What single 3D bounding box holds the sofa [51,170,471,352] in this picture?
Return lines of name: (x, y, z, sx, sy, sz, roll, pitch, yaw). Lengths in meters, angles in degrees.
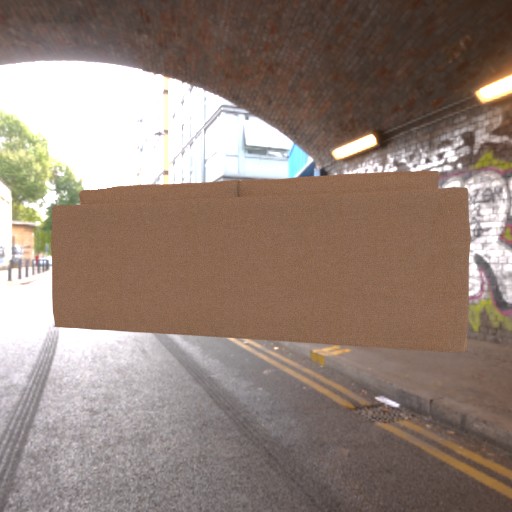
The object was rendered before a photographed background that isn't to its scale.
sofa: (0.000, 0.000, 2.707, 2.296, 0.847, 0.956, 0, 0, 19)
